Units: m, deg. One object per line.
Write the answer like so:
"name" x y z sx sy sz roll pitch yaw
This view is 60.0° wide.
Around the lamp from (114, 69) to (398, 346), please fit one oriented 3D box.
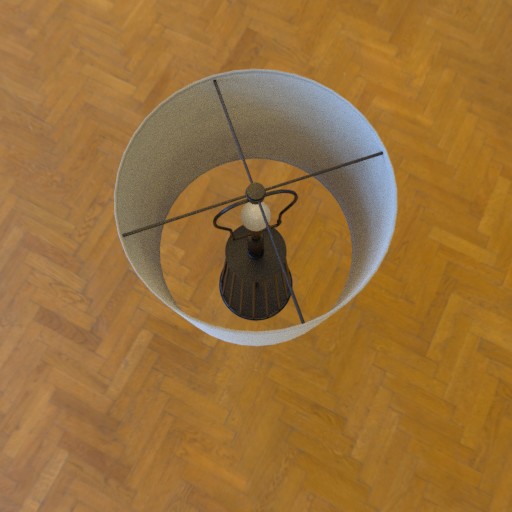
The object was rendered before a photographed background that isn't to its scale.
"lamp" 0.000 0.000 0.790 0.322 0.593 0.322 -18 76 -5
